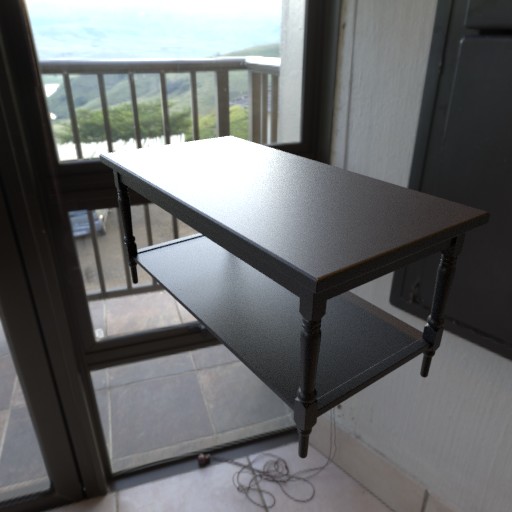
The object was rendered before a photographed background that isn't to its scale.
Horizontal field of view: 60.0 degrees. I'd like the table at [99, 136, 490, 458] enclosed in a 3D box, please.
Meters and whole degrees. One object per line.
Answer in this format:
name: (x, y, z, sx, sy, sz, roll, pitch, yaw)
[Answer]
table: (0.000, 0.000, 1.401, 0.550, 0.510, 1.107, -18, 31, -32)
